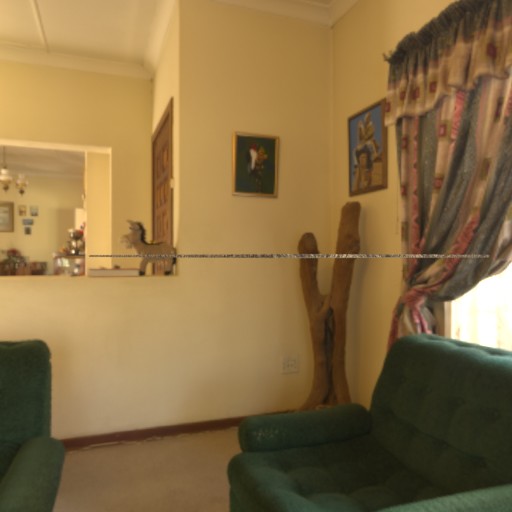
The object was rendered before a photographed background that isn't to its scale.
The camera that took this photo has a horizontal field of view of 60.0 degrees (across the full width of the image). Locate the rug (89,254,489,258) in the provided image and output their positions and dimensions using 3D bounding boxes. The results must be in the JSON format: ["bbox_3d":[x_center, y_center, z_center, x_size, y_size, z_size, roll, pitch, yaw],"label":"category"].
[{"bbox_3d":[0.000,0.000,2.295,1.189,0.011,1.808,0,0,-36],"label":"rug"}]
